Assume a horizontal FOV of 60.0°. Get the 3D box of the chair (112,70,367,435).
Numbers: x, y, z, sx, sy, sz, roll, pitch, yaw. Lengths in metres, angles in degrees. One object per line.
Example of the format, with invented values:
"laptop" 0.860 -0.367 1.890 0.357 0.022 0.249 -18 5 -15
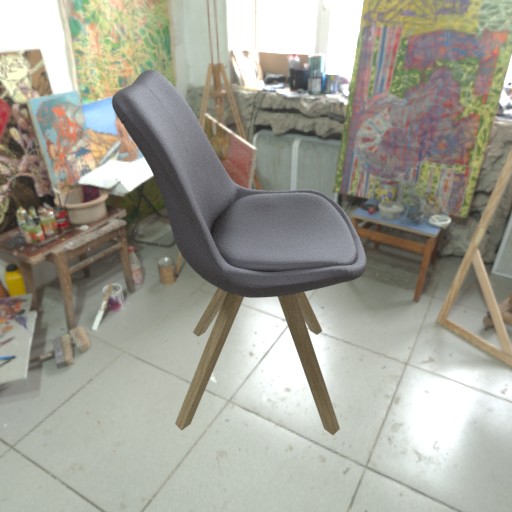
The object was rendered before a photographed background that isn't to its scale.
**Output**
"chair" 0.000 0.000 1.153 0.547 0.865 0.483 0 32 0
